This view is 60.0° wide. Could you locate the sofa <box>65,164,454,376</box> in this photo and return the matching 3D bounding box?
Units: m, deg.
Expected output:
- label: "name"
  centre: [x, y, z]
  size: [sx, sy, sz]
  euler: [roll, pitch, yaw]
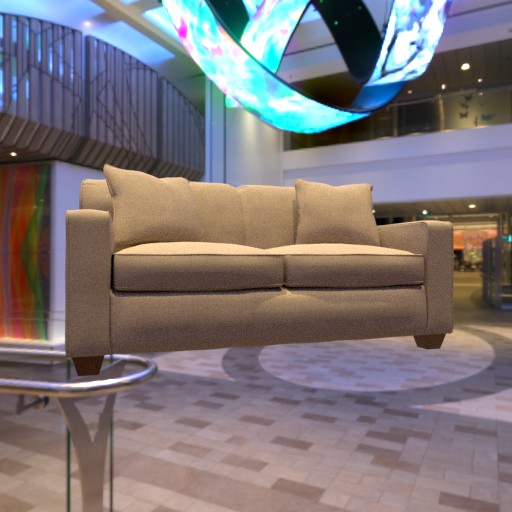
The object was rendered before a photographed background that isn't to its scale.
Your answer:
- label: "sofa"
  centre: [0.000, 0.000, 2.411]
  size: [1.846, 0.958, 0.998]
  euler: [0, 0, -18]
